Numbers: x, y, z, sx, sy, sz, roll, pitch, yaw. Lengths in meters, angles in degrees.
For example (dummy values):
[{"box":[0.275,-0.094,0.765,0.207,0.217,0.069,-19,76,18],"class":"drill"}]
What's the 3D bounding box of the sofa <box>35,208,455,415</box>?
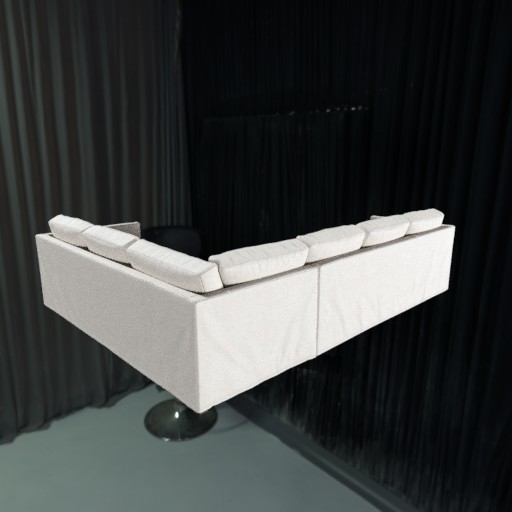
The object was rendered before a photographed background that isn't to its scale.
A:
[{"box":[0.000,0.000,4.248,3.182,0.871,2.432,-13,19,-42],"class":"sofa"}]
